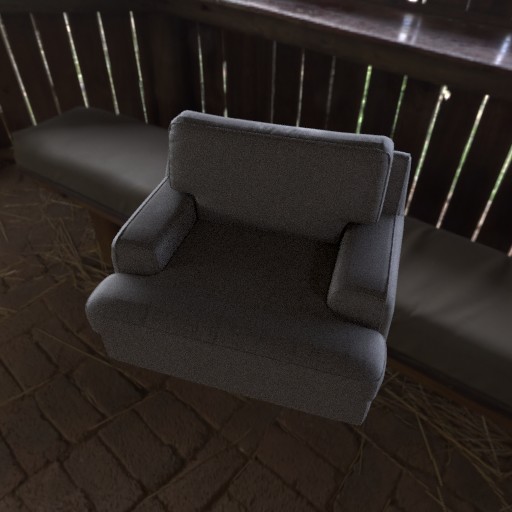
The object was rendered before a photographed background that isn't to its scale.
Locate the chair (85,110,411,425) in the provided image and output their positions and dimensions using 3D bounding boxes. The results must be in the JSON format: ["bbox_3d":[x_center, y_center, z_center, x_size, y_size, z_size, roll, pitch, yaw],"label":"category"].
[{"bbox_3d":[0.000,0.000,2.050,1.270,0.974,1.043,11,43,13],"label":"chair"}]
